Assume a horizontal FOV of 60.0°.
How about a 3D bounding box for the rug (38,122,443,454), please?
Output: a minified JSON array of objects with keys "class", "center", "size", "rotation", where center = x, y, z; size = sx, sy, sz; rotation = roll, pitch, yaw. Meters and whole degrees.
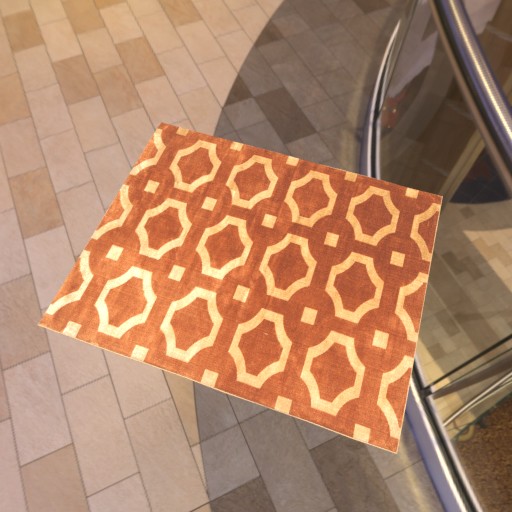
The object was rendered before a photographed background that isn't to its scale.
[{"class":"rug","center":[0.000,0.000,4.053],"size":[3.049,0.021,2.466],"rotation":[17,63,9]}]
